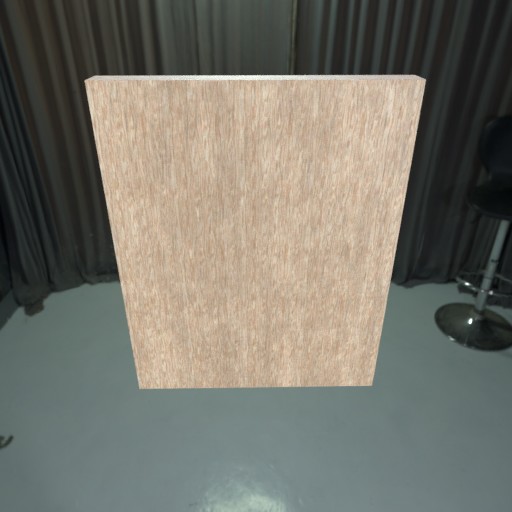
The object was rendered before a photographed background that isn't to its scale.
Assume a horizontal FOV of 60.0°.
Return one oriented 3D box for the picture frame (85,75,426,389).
[{"bbox_3d":[0.000,0.000,0.699,0.424,0.526,0.043,-1,29,-1],"label":"picture frame"}]
